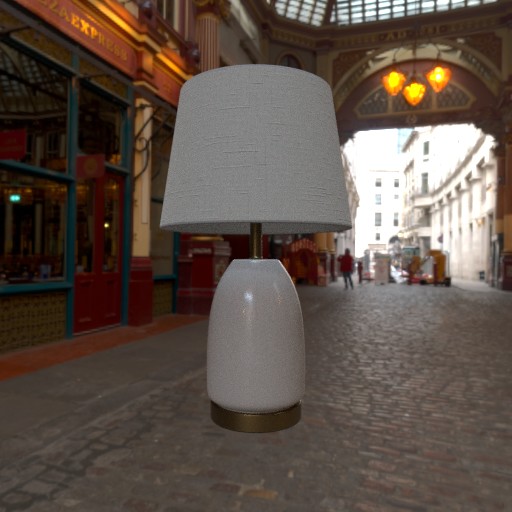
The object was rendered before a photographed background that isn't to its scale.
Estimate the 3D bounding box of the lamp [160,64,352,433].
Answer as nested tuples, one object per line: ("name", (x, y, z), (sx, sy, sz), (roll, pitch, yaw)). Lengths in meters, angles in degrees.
("lamp", (0.000, 0.000, 0.671), (0.285, 0.483, 0.285), (0, 0, 0))
